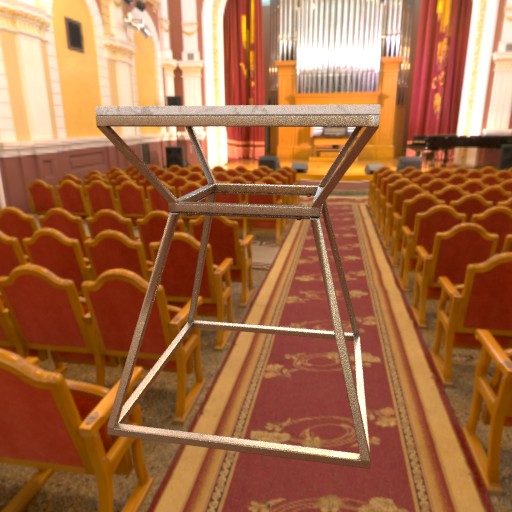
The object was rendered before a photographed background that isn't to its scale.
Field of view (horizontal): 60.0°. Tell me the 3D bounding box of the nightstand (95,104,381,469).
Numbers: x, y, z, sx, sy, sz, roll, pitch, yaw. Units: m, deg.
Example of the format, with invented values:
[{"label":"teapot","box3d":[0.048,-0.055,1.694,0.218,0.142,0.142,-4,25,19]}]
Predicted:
[{"label":"nightstand","box3d":[0.000,0.000,0.882,0.455,0.554,0.455,3,17,10]}]
